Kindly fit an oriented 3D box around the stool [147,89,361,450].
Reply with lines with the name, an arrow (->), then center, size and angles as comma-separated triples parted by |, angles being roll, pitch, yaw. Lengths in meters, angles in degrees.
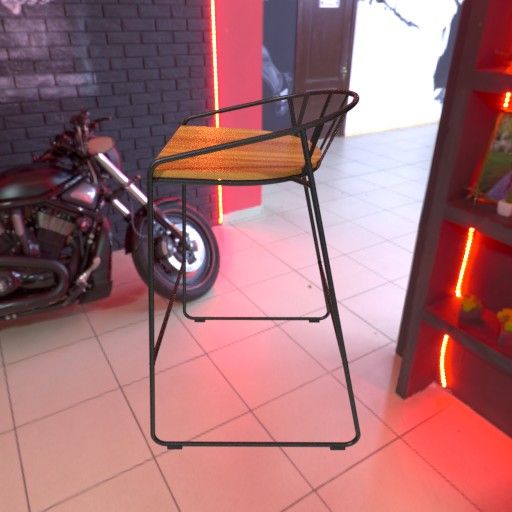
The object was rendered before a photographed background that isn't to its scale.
stool -> 0.000, 0.000, 1.163 | 0.521, 0.812, 0.546 | 0, 28, 0
